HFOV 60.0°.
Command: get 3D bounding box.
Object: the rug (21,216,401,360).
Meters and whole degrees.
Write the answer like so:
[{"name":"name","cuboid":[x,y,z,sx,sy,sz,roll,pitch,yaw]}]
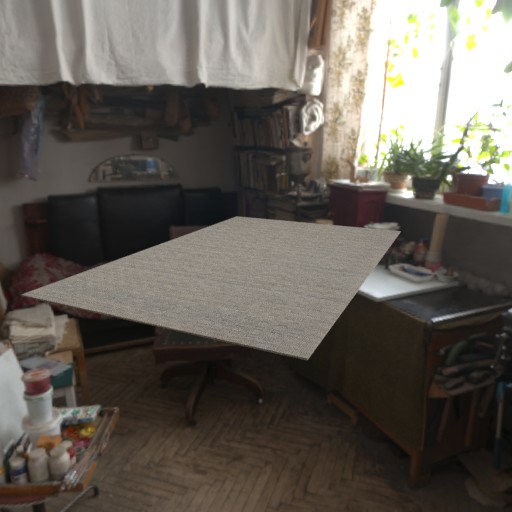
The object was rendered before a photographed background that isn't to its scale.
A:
[{"name":"rug","cuboid":[0.000,0.000,2.208,1.142,0.006,1.752,7,17,24]}]
